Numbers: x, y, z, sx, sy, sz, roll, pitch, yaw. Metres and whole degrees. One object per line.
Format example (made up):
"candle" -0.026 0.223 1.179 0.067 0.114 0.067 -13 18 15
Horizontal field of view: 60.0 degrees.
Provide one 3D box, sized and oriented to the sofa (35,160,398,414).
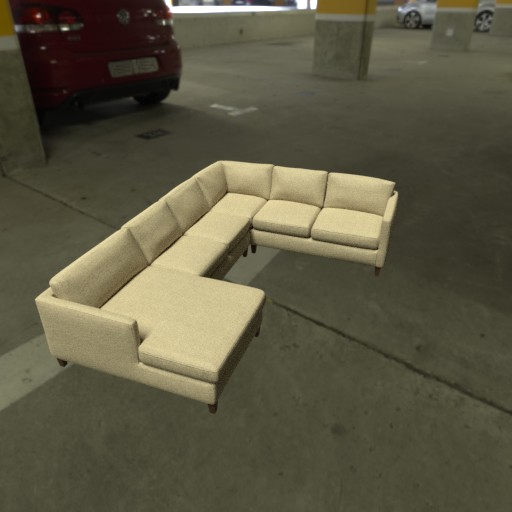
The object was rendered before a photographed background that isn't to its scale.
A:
"sofa" 0.000 0.000 4.685 2.593 0.959 3.460 11 32 18
